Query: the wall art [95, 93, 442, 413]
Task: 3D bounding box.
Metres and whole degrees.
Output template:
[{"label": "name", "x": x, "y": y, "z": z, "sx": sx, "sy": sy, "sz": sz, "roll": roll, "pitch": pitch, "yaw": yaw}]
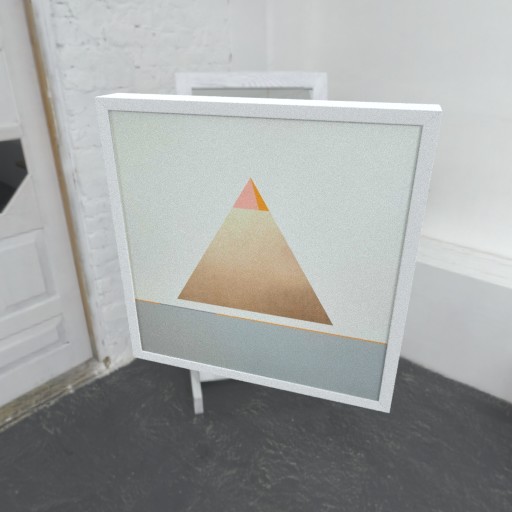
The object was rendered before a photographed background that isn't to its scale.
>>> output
[{"label": "wall art", "x": 0.000, "y": 0.000, "z": 0.457, "sx": 0.305, "sy": 0.304, "sz": 0.038, "roll": 8, "pitch": 27, "yaw": 16}]
